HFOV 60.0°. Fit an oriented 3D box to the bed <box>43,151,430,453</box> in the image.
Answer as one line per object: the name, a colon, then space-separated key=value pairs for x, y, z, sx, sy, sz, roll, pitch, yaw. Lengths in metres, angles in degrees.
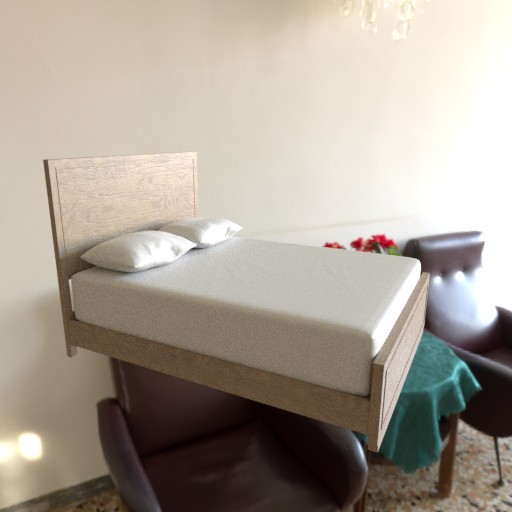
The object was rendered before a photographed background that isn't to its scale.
bed: x=0.000 y=0.000 z=3.169 sx=2.189 sy=1.369 sz=1.606 roll=8 pitch=17 yaw=27
